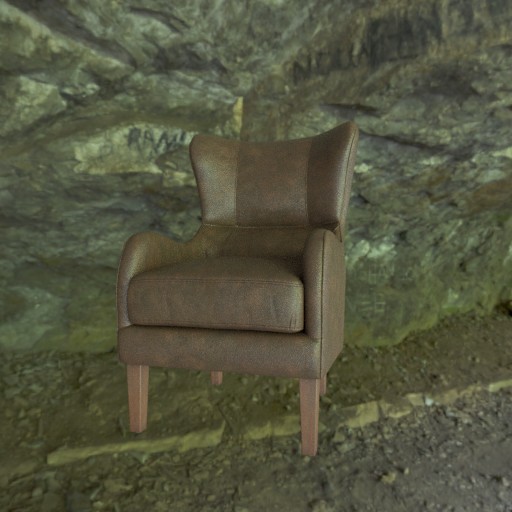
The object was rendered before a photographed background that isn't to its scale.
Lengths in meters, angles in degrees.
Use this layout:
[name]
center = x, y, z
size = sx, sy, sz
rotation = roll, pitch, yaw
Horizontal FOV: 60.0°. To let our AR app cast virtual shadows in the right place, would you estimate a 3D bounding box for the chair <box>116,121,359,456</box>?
[chair]
center = 0.000, 0.000, 1.599
size = 0.692, 1.048, 0.914
rotation = 0, 0, 17
